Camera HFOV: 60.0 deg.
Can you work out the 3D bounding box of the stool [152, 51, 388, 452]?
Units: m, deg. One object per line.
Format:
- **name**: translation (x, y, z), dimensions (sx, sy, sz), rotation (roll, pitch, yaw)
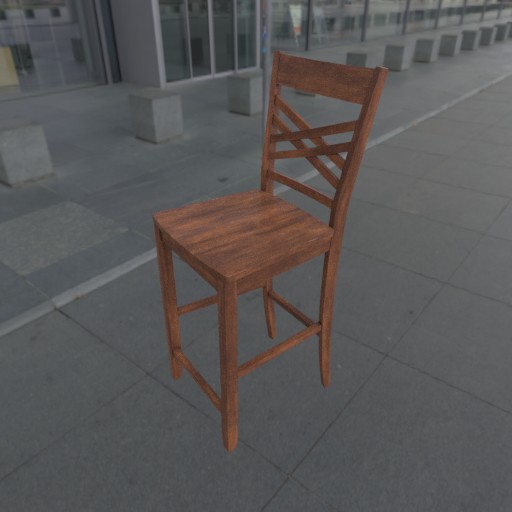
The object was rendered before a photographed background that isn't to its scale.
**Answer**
- **stool**: translation (0.000, 0.000, 1.373), dimensions (0.504, 1.098, 0.426), rotation (-20, 36, -30)
